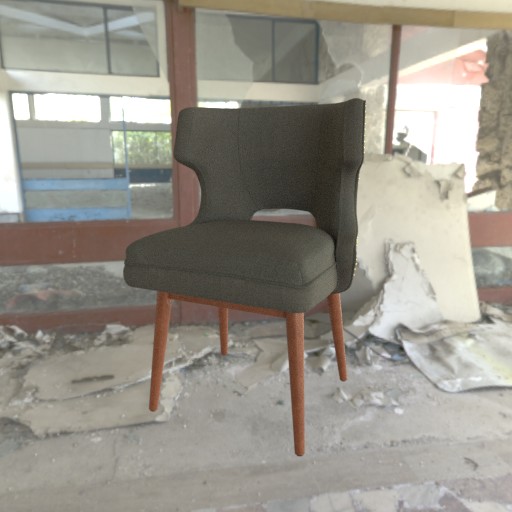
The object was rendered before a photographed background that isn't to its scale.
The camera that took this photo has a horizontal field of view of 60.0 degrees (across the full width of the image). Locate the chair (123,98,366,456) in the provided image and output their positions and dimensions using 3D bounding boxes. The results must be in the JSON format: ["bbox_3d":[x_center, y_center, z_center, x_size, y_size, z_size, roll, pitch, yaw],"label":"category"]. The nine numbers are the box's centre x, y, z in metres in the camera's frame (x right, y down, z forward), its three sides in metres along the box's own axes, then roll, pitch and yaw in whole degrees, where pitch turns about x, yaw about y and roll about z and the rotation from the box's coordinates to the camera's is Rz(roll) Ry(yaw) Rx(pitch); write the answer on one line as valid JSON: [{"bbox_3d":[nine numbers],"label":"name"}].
[{"bbox_3d":[0.000,0.000,1.264,0.595,0.863,0.581,6,14,25],"label":"chair"}]
